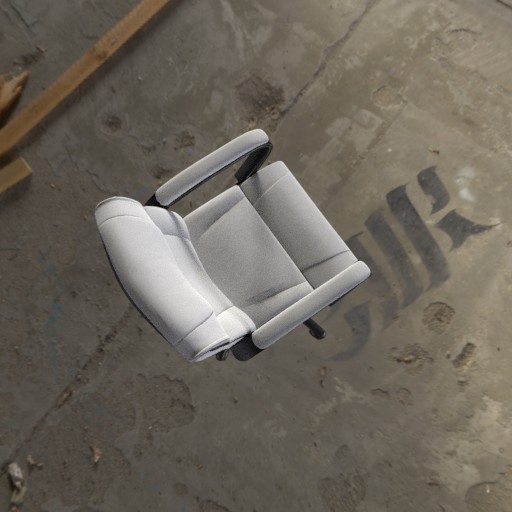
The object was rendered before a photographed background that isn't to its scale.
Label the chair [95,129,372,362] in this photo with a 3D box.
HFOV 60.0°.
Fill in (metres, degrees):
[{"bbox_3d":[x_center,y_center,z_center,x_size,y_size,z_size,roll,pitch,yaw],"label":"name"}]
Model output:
[{"bbox_3d":[0.000,0.000,1.508,0.717,1.004,0.739,-33,79,-8],"label":"chair"}]
